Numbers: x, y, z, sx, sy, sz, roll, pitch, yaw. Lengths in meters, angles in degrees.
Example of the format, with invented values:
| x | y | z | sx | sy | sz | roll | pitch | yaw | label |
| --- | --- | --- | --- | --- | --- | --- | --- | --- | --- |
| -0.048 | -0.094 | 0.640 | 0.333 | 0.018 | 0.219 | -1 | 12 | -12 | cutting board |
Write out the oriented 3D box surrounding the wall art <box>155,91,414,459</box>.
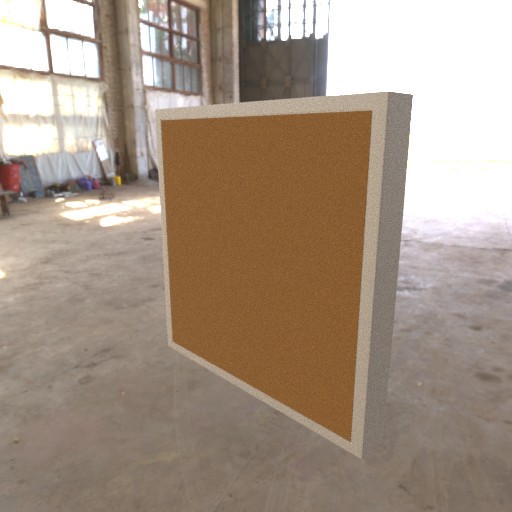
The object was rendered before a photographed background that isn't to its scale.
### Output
| x | y | z | sx | sy | sz | roll | pitch | yaw | label |
| --- | --- | --- | --- | --- | --- | --- | --- | --- | --- |
| 0.000 | 0.000 | 0.468 | 0.037 | 0.305 | 0.305 | -14 | 21 | -42 | wall art |
